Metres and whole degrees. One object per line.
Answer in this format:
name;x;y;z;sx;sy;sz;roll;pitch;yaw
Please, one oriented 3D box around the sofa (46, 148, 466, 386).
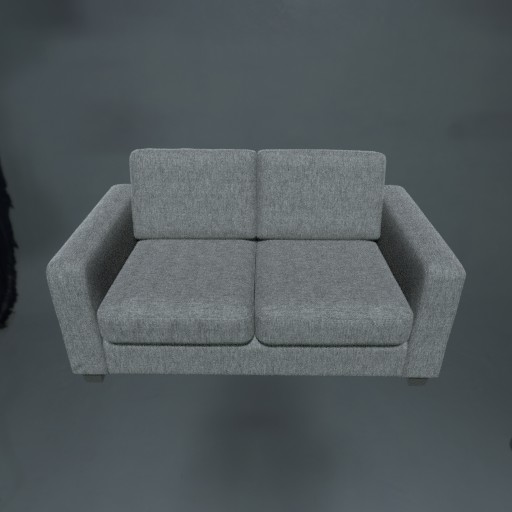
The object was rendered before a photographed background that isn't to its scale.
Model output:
sofa;0.000;0.000;1.990;1.520;0.800;0.900;0;30;1
